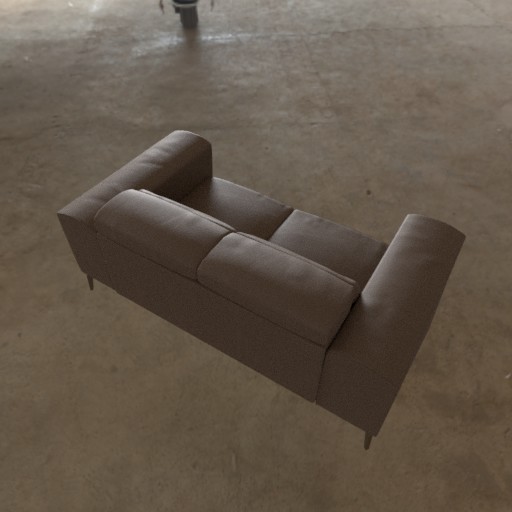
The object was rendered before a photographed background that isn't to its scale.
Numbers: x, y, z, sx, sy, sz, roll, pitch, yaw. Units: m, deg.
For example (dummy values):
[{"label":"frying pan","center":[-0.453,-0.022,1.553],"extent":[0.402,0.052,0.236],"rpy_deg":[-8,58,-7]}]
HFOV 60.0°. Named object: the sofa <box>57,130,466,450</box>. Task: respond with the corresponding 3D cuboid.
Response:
[{"label":"sofa","center":[0.000,0.000,2.429],"extent":[1.895,0.779,1.003],"rpy_deg":[24,51,22]}]
